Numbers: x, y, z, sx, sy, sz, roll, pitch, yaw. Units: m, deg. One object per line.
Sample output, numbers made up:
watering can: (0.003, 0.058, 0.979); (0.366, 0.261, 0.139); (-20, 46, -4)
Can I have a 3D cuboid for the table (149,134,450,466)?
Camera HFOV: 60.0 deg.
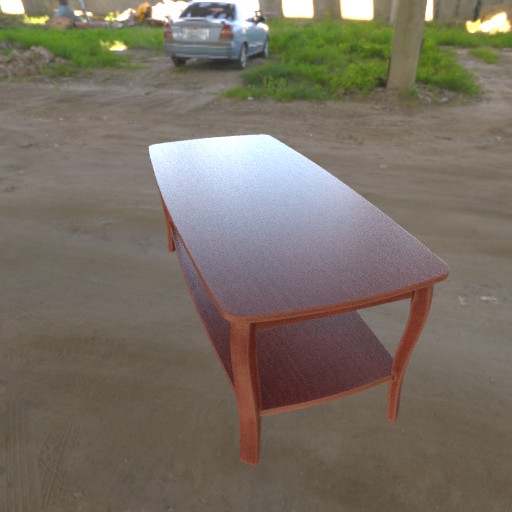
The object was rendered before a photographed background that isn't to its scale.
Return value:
table: (0.000, 0.000, 1.478); (0.561, 0.473, 1.216); (-10, 32, -16)
